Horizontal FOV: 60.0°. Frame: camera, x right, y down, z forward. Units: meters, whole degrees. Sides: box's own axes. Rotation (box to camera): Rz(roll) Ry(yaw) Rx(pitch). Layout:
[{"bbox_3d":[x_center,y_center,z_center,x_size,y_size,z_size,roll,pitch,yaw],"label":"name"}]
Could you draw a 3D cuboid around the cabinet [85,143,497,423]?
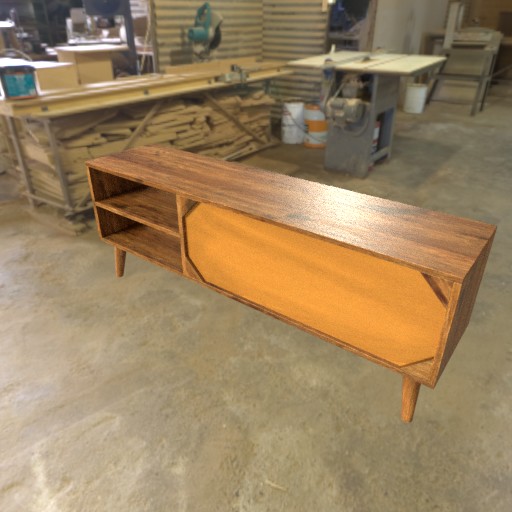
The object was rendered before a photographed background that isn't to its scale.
[{"bbox_3d":[0.000,0.000,1.642,1.448,0.528,0.349,20,35,32],"label":"cabinet"}]
